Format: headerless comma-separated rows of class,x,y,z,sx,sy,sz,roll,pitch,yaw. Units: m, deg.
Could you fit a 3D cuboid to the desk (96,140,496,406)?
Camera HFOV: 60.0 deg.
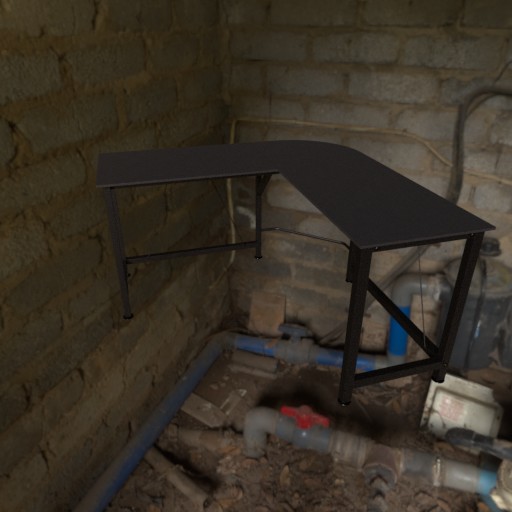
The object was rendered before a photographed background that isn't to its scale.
desk,0.000,0.000,2.200,1.400,0.762,1.400,-8,30,-14
